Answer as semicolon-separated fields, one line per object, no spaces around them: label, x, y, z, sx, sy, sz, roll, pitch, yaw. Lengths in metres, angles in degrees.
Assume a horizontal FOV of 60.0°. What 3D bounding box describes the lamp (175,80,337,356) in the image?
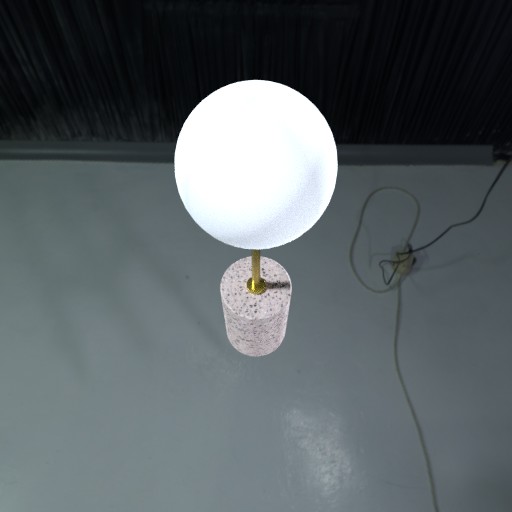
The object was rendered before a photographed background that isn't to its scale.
lamp;0.000;0.000;0.562;0.153;0.480;0.153;0;59;0
